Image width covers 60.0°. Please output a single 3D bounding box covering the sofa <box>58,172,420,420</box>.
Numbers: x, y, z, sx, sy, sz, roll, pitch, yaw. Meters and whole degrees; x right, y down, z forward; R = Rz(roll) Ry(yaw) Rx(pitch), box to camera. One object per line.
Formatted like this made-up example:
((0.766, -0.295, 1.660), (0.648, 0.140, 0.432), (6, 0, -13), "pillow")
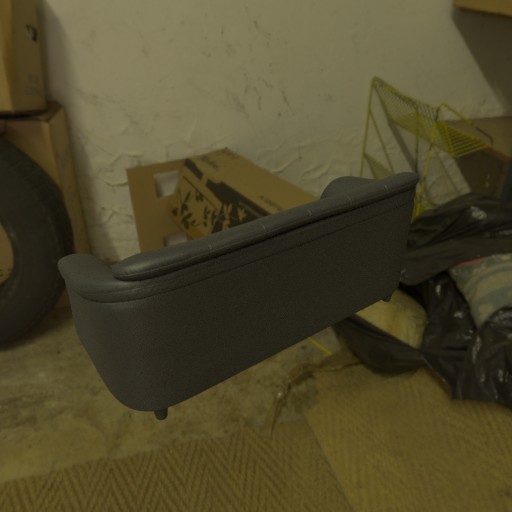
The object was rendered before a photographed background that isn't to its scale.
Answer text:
((0.000, 0.000, 2.310), (1.829, 0.811, 0.800), (-20, 36, -30), "sofa")
